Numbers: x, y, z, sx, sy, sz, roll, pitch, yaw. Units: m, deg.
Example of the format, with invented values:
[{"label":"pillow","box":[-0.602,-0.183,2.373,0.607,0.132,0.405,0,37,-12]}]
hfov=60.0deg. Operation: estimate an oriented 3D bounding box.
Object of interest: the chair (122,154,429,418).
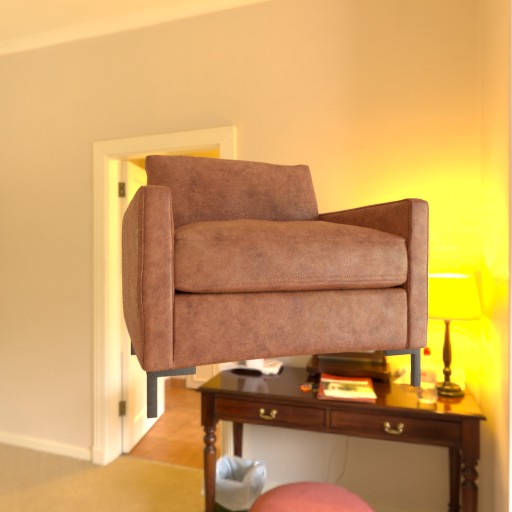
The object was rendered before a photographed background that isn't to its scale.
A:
[{"label":"chair","box":[0.000,0.000,1.704,0.967,0.869,0.862,0,0,-19]}]
